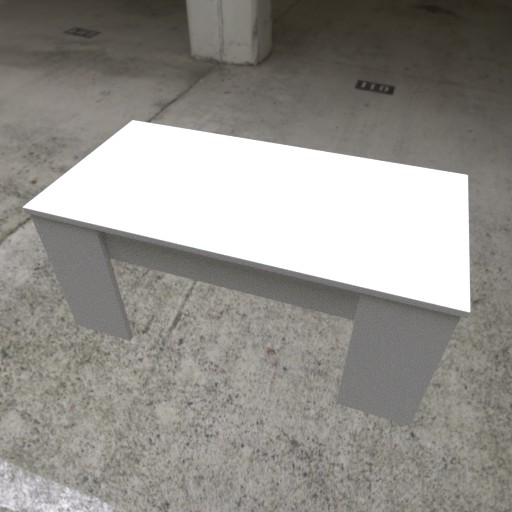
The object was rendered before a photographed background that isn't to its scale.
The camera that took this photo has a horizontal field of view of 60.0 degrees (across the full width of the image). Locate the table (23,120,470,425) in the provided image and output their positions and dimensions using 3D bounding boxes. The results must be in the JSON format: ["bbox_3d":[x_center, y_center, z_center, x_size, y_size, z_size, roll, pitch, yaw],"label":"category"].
[{"bbox_3d":[0.000,0.000,1.251,1.000,0.440,0.500,13,43,14],"label":"table"}]
